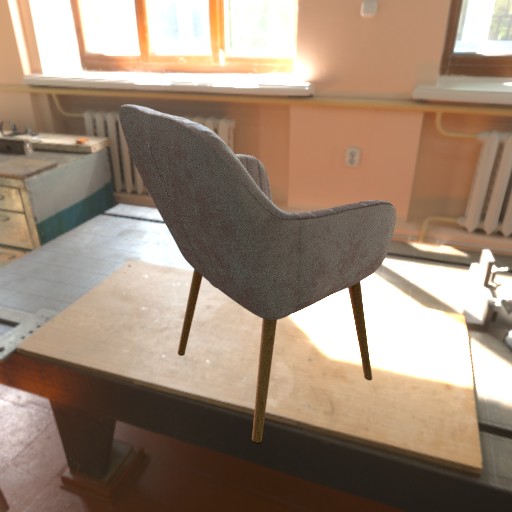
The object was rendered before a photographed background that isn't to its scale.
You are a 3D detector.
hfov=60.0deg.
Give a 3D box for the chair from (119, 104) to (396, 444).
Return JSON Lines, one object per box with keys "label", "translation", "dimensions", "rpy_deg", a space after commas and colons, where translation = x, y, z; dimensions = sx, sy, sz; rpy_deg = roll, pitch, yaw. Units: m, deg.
{"label": "chair", "translation": [0.000, 0.000, 1.254], "dimensions": [0.570, 0.832, 0.610], "rpy_deg": [-17, 31, -31]}
